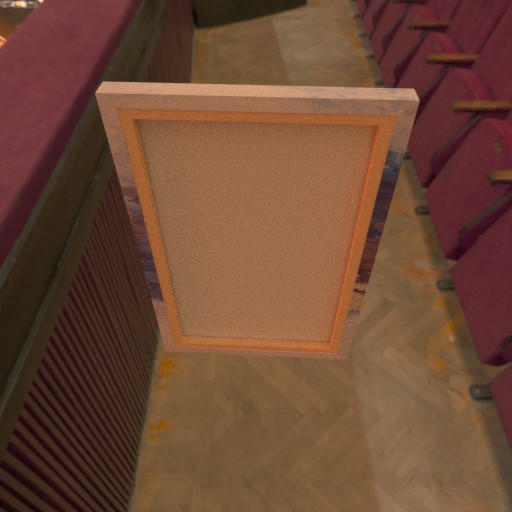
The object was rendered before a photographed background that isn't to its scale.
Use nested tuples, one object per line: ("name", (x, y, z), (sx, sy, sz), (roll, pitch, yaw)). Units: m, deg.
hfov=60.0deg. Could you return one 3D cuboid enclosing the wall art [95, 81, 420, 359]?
("wall art", (0.000, 0.000, 1.127), (0.583, 0.874, 0.048), (2, 46, 2))
